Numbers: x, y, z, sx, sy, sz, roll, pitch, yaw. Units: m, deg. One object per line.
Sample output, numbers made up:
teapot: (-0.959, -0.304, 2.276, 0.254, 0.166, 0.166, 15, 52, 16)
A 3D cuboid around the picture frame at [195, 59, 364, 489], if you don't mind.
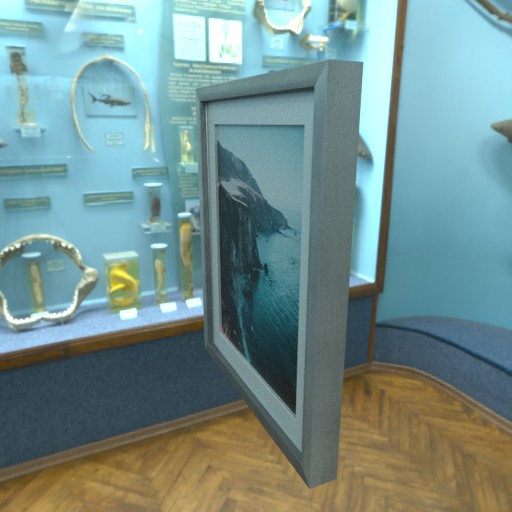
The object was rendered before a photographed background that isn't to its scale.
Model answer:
picture frame: (0.000, 0.000, 0.745, 0.046, 0.555, 0.449, -8, 18, -24)
